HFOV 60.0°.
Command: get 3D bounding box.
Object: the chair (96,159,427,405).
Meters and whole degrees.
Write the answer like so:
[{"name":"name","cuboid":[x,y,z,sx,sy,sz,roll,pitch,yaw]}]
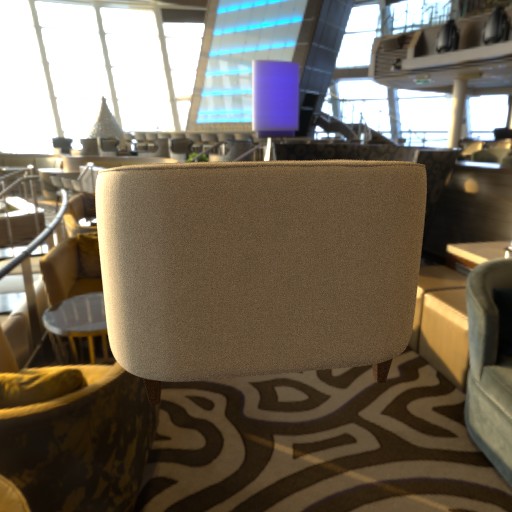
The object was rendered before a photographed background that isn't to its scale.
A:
[{"name":"chair","cuboid":[0.000,0.000,1.756,1.118,0.787,0.914,-3,16,-9]}]
